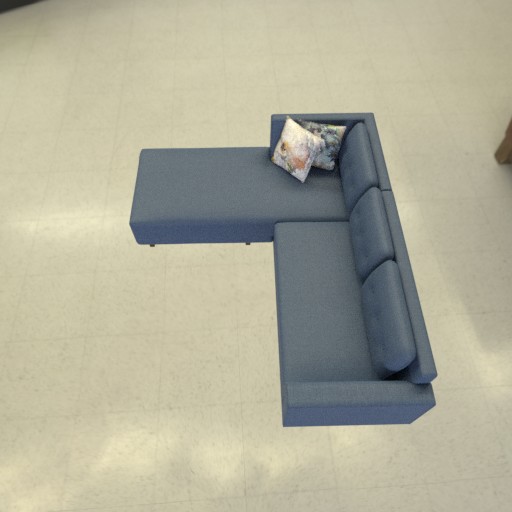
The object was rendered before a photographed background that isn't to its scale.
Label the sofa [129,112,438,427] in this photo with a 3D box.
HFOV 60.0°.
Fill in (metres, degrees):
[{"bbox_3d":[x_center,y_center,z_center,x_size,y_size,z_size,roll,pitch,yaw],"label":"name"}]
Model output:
[{"bbox_3d":[0.000,0.000,3.022,1.829,0.787,2.120,-1,58,-1],"label":"sofa"}]
